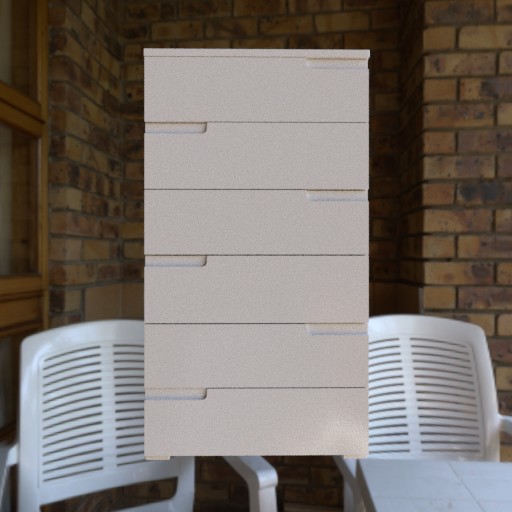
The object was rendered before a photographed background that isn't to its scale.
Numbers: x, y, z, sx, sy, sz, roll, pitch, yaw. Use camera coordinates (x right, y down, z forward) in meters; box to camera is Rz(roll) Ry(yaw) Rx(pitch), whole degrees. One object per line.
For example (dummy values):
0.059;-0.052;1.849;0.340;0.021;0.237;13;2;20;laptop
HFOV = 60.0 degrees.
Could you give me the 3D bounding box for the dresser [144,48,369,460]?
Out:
0.000;0.000;1.474;0.650;1.190;0.400;0;0;-1;dresser
